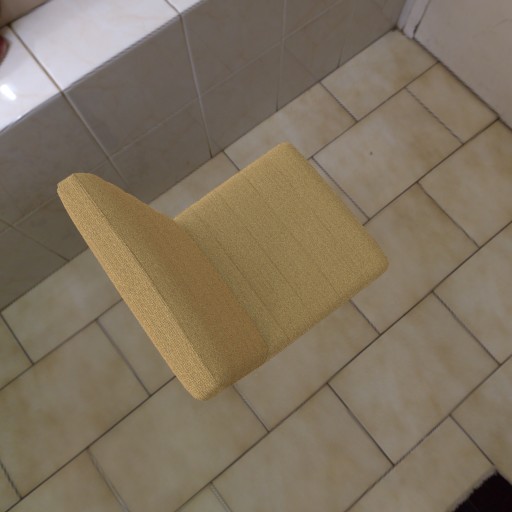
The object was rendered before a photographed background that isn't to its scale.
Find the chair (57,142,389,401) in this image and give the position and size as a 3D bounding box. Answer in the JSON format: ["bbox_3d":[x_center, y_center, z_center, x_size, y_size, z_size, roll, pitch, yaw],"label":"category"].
[{"bbox_3d":[0.000,0.000,1.293,0.634,0.930,0.520,-35,78,-9],"label":"chair"}]
